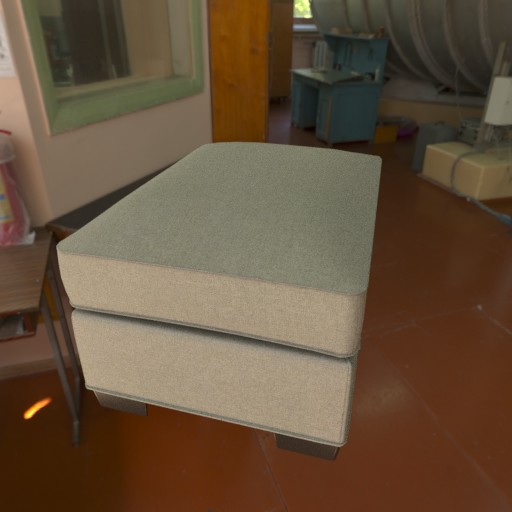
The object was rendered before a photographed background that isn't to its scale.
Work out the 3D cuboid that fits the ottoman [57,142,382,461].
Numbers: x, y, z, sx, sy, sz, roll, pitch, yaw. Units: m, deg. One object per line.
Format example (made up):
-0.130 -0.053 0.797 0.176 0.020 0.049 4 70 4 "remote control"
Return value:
0.000 0.000 1.241 0.619 0.504 0.843 8 30 14 "ottoman"
